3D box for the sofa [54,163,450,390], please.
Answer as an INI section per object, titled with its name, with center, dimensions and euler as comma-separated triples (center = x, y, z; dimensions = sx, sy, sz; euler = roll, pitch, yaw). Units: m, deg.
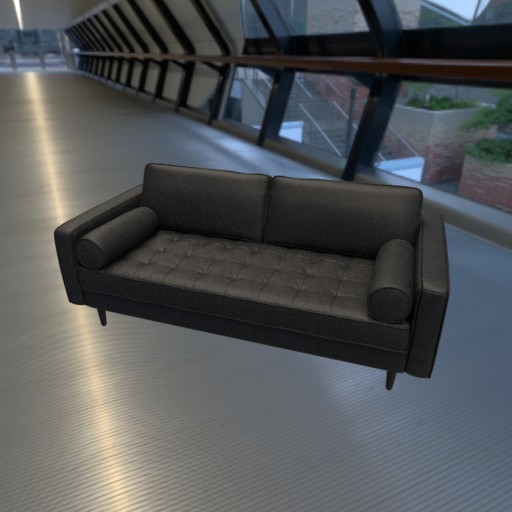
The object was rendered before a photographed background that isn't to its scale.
[sofa]
center = 0.000, 0.000, 2.381
dimensions = 1.879, 0.770, 0.921
euler = 9, 27, 17
